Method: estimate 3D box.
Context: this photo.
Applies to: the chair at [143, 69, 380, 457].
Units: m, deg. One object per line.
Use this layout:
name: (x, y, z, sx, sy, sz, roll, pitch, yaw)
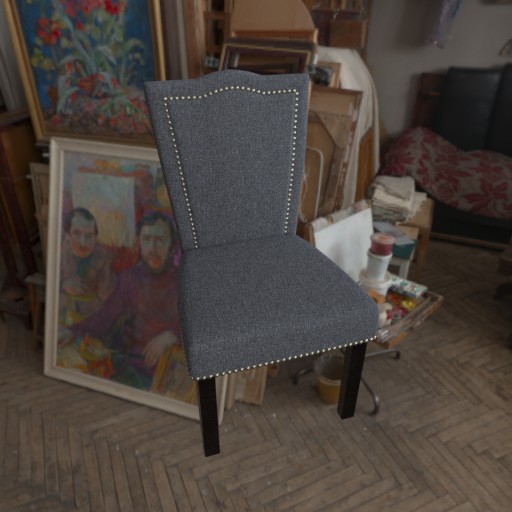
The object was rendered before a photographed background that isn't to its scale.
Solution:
chair: (0.000, 0.000, 1.299, 0.518, 0.946, 0.589, -9, 32, -15)
